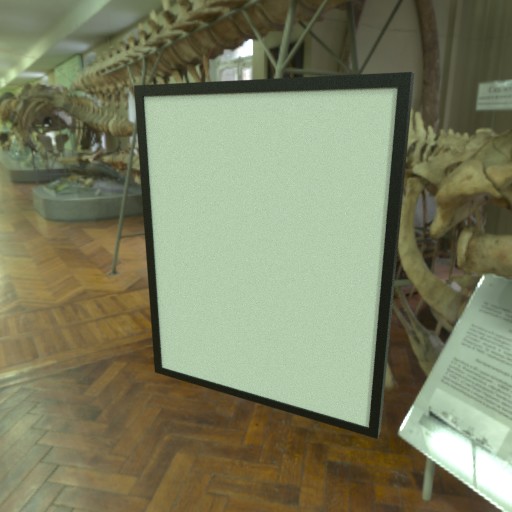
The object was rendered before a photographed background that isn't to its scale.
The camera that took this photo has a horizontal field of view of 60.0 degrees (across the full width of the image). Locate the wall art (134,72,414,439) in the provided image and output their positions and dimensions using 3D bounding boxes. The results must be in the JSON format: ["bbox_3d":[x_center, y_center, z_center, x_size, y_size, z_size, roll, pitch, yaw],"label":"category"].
[{"bbox_3d":[0.000,0.000,0.536,0.325,0.397,0.018,8,18,25],"label":"wall art"}]
